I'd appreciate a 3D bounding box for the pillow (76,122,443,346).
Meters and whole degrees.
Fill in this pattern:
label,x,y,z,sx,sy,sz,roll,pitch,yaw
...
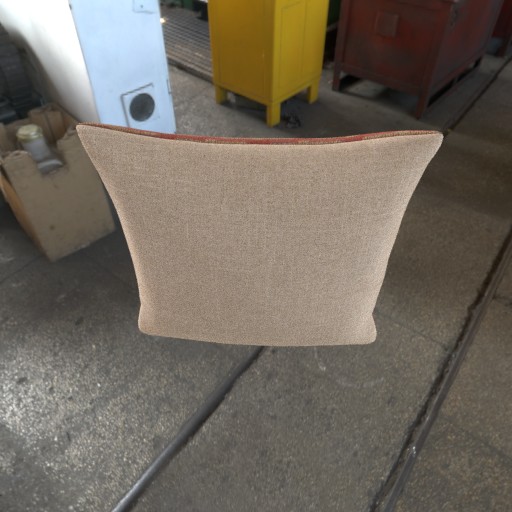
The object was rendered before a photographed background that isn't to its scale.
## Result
label,x,y,z,sx,sy,sz,roll,pitch,yaw
pillow,0.000,0.000,0.784,0.511,0.503,0.182,2,46,2
